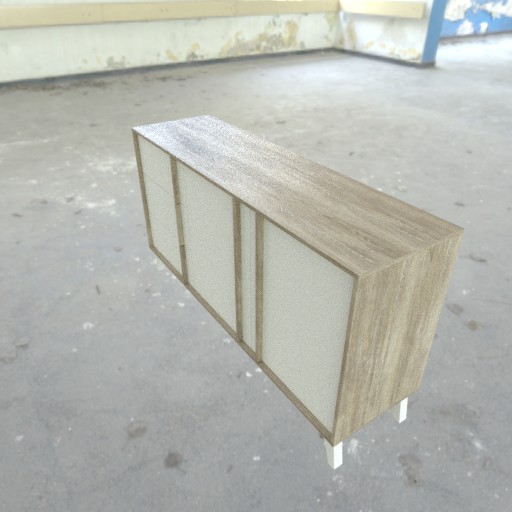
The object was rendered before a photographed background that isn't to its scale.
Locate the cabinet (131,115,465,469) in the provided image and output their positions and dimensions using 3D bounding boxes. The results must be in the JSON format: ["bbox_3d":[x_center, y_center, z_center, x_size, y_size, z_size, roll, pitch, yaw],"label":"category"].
[{"bbox_3d":[0.000,0.000,2.035,0.450,0.870,1.600,-20,37,-28],"label":"cabinet"}]
